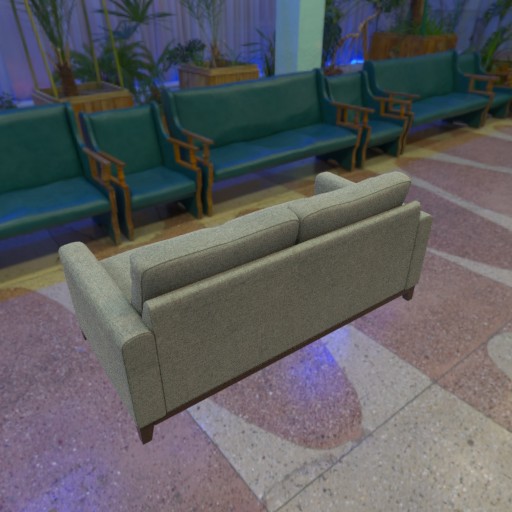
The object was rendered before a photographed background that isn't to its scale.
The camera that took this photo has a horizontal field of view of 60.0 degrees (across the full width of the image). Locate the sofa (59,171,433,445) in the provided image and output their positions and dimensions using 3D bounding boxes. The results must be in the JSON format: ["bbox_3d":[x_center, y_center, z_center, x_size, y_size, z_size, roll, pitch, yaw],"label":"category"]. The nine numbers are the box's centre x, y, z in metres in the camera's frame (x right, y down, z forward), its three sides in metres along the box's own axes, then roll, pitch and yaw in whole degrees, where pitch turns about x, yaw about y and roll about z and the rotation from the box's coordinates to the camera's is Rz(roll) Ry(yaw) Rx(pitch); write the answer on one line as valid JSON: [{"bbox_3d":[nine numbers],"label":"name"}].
[{"bbox_3d":[0.000,0.000,2.615,1.978,0.892,0.969,-20,37,-30],"label":"sofa"}]
